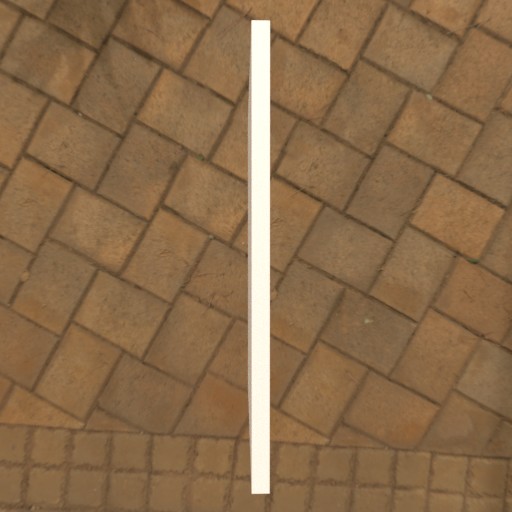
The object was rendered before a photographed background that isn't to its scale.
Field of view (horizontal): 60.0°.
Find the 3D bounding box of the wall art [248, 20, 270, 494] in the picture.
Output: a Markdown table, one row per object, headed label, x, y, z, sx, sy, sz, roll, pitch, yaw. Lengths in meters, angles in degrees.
| label | x | y | z | sx | sy | sz | roll | pitch | yaw |
| --- | --- | --- | --- | --- | --- | --- | --- | --- | --- |
| wall art | 0.000 | 0.000 | 1.675 | 0.051 | 0.902 | 1.308 | 0 | 92 | -2 |
